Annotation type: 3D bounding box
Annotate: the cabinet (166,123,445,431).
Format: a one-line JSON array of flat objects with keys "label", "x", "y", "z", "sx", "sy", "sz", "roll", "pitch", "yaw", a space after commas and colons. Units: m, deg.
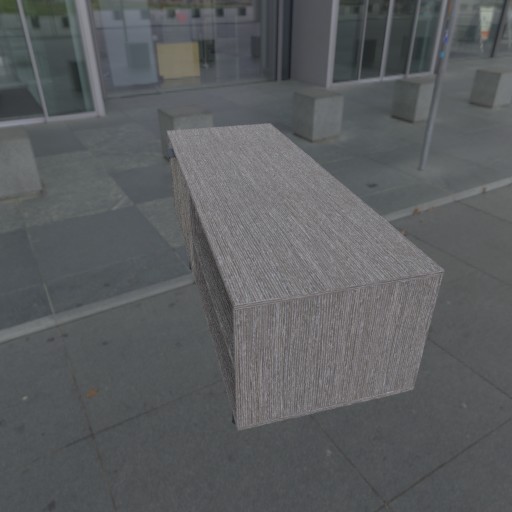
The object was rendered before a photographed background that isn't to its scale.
[{"label": "cabinet", "x": 0.000, "y": 0.000, "z": 1.608, "sx": 0.500, "sy": 0.599, "sz": 1.300, "roll": -8, "pitch": 32, "yaw": -13}]
